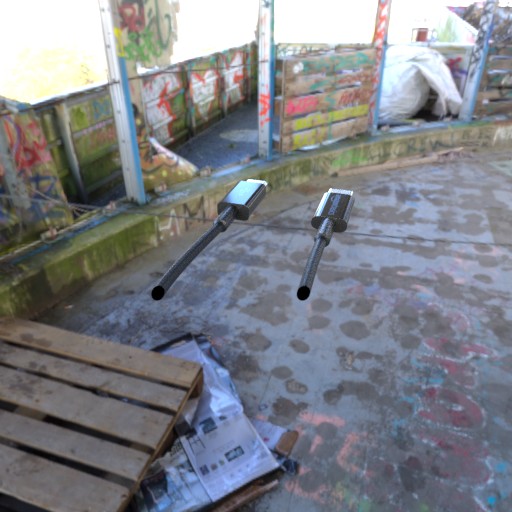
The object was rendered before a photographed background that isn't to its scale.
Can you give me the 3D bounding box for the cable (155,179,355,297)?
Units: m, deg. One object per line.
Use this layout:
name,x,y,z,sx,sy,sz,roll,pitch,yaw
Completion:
cable,0.000,0.000,0.114,0.040,0.006,0.098,9,32,15
